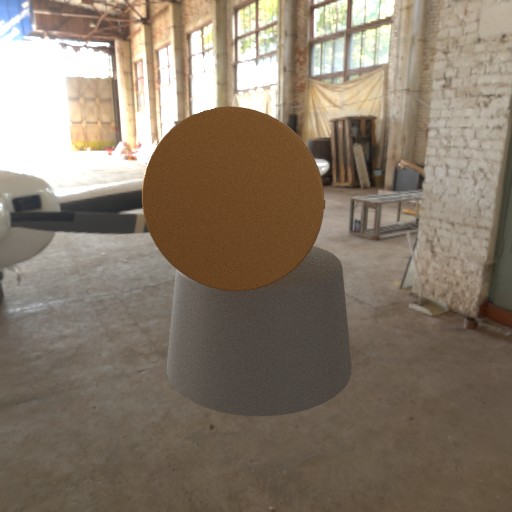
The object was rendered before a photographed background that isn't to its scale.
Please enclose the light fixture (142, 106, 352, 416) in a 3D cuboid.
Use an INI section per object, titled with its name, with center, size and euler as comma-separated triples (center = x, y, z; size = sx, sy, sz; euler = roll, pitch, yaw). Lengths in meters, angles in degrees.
[light fixture]
center = 0.000, 0.000, 0.439
size = 0.204, 0.268, 0.254
euler = 2, 16, 8
